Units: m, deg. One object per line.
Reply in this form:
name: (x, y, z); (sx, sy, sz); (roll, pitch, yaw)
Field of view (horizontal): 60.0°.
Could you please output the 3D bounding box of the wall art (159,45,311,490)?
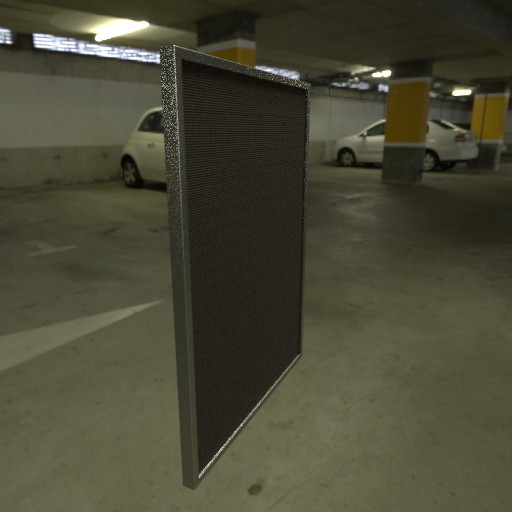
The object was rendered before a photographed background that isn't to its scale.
wall art: (0.000, 0.000, 1.363); (0.037, 1.062, 0.801); (8, 17, 25)
